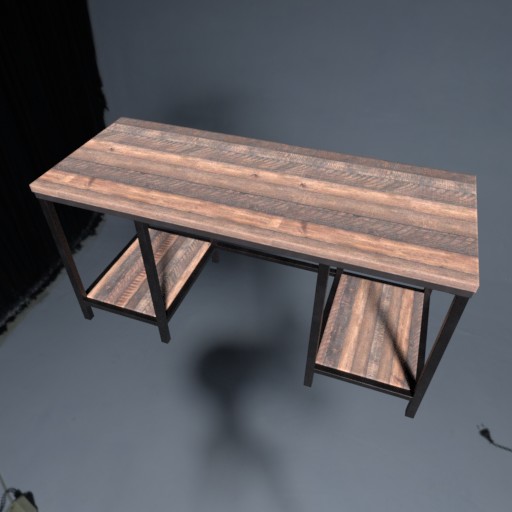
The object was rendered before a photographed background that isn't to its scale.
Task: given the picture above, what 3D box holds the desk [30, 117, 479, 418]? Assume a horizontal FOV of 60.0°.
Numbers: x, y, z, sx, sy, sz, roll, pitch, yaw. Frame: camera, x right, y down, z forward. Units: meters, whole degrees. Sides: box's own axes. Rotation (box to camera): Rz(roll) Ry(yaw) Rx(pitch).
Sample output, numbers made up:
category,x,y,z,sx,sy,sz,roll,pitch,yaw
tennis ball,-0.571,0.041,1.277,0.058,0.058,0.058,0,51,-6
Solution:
category,x,y,z,sx,sy,sz,roll,pitch,yaw
desk,0.000,0.000,1.894,1.538,0.753,0.617,13,43,15
